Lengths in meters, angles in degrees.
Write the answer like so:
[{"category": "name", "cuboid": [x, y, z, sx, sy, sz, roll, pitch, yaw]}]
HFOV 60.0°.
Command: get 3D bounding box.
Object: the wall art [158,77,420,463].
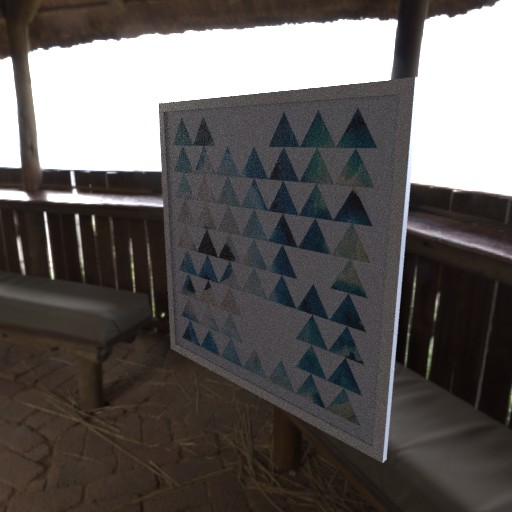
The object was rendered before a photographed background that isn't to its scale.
[{"category": "wall art", "cuboid": [0.000, 0.000, 0.806, 0.557, 0.557, 0.012, 14, 20, 42]}]
